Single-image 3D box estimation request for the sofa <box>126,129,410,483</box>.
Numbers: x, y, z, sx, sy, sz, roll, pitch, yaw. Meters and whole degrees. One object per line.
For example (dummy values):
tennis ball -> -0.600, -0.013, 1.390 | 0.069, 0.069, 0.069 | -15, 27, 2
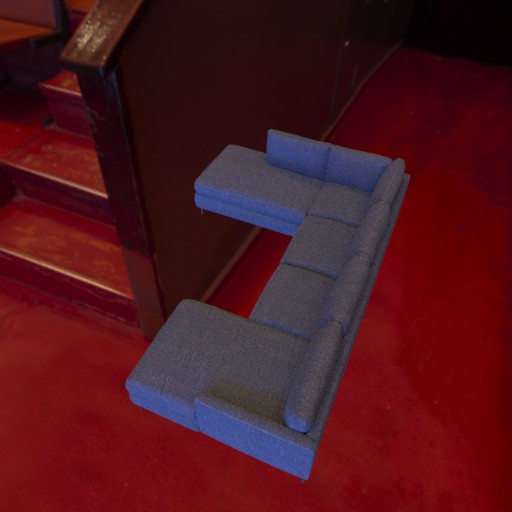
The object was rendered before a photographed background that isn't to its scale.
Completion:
sofa -> 0.000, 0.000, 3.555 | 1.879, 0.753, 2.737 | 18, 49, 16
